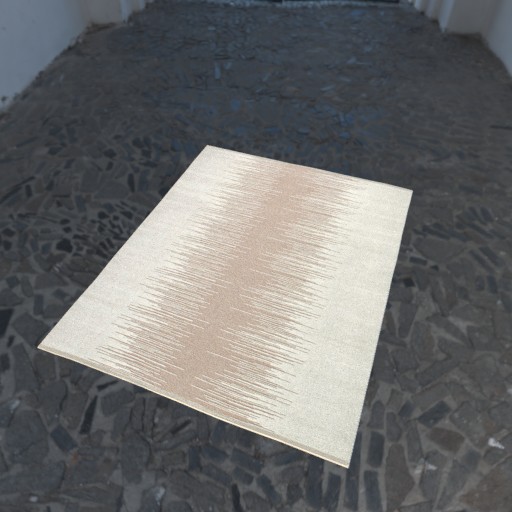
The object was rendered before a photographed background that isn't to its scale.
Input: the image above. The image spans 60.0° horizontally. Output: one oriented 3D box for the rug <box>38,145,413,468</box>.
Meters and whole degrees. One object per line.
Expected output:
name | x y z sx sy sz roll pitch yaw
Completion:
rug | 0.000 0.000 4.090 2.438 0.013 3.048 16 48 14
